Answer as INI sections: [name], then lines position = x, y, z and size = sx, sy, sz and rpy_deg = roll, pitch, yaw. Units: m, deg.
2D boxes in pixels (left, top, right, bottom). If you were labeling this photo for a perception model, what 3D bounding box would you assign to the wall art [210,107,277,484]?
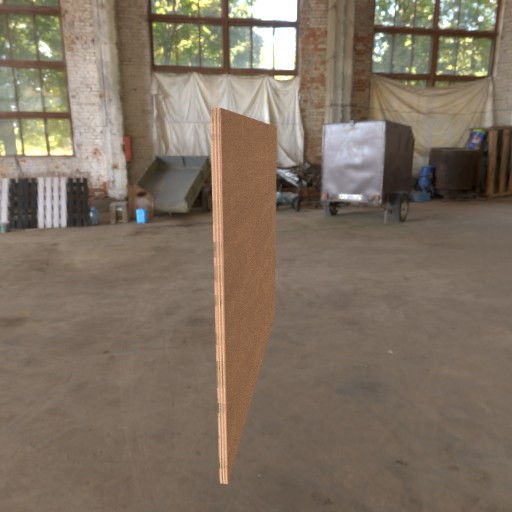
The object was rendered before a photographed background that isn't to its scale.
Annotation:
[wall art]
position = 0.000, 0.000, 0.698
size = 0.010, 0.408, 0.508
rpy_deg = 2, 14, 8
